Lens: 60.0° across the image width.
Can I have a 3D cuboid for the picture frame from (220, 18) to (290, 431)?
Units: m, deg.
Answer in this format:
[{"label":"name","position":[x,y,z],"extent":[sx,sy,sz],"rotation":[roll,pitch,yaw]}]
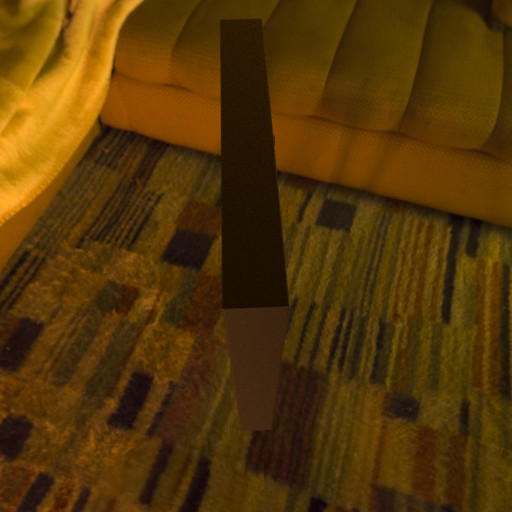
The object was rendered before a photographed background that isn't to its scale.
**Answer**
[{"label":"picture frame","position":[0.000,0.000,0.383],"extent":[0.042,0.284,0.232],"rotation":[-2,58,-1]}]
